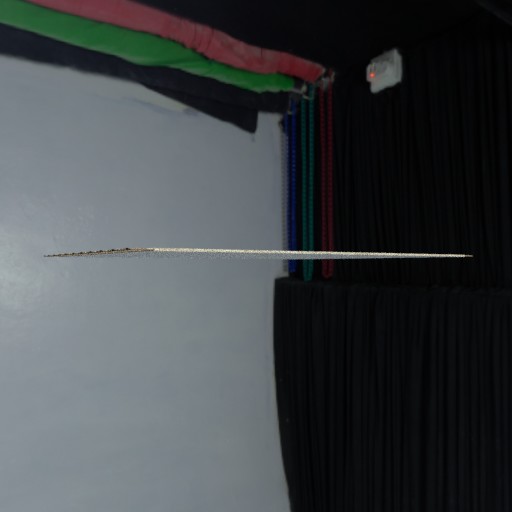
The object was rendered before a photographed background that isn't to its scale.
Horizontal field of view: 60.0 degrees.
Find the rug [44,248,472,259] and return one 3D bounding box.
[{"bbox_3d":[0.000,0.000,2.208,1.726,0.009,1.278,1,-1,-35],"label":"rug"}]
